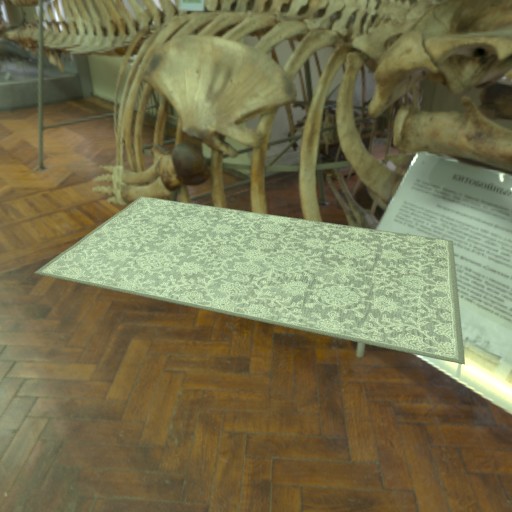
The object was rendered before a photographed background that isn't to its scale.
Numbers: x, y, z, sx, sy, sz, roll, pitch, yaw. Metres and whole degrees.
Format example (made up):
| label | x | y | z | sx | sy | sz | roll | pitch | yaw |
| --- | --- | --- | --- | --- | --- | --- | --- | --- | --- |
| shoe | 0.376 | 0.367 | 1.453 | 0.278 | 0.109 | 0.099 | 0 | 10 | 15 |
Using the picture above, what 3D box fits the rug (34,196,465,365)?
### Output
| label | x | y | z | sx | sy | sz | roll | pitch | yaw |
| --- | --- | --- | --- | --- | --- | --- | --- | --- | --- |
| rug | 0.000 | 0.000 | 3.589 | 3.048 | 0.011 | 1.546 | 10 | 32 | 16 |
